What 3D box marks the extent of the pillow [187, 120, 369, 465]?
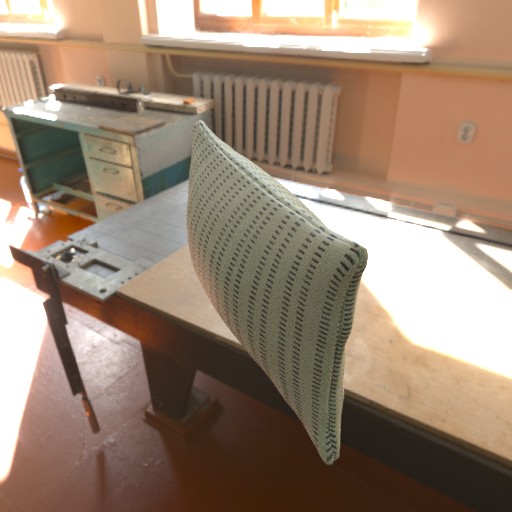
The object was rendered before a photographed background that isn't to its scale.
[{"bbox_3d":[0.000,0.000,0.807,0.210,0.353,0.640,-12,32,-19],"label":"pillow"}]
